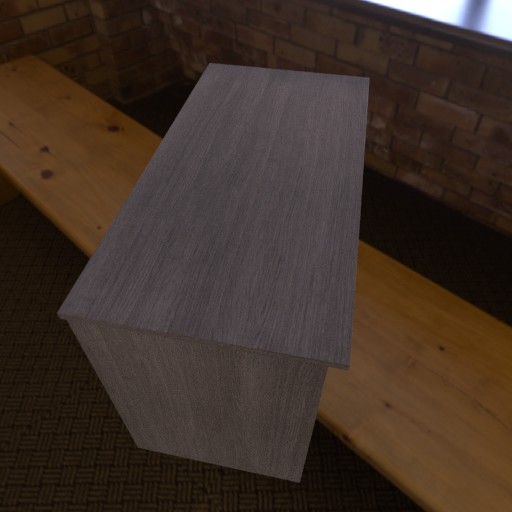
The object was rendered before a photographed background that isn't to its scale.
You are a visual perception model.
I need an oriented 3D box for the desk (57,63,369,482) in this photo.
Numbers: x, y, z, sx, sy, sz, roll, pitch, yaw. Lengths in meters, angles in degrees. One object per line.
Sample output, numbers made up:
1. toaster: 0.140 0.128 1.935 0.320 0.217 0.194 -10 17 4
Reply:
1. desk: 0.000 0.000 1.449 0.560 0.735 1.097 9 48 8
